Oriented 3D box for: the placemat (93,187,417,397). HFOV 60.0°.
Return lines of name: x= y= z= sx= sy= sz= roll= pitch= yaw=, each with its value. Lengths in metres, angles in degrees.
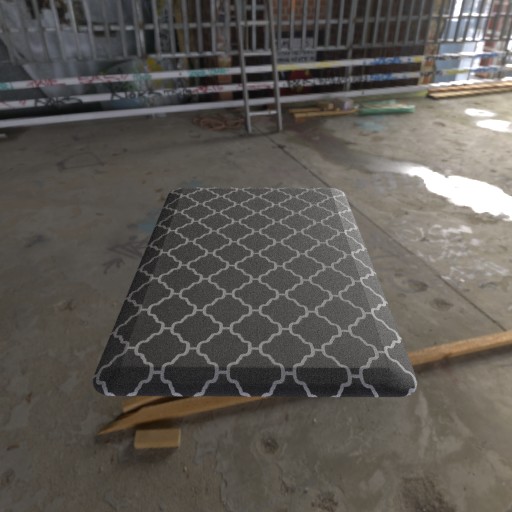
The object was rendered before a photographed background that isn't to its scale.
placemat: x=0.000 y=0.000 z=0.983 sx=0.508 sy=0.021 sz=0.762 roll=0 pitch=32 yaw=0
